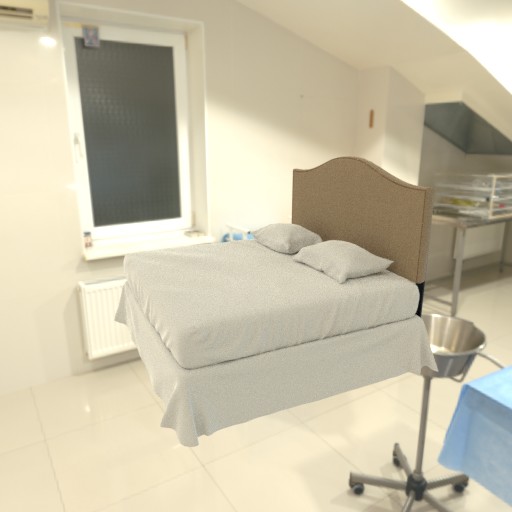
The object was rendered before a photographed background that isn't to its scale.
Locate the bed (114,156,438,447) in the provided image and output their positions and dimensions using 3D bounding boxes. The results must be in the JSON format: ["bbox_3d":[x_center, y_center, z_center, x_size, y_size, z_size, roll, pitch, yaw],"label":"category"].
[{"bbox_3d":[0.000,0.000,3.870,2.222,1.651,2.311,-7,17,-25],"label":"bed"}]
